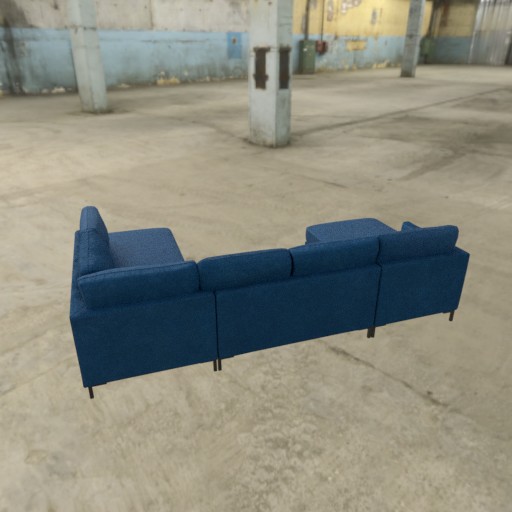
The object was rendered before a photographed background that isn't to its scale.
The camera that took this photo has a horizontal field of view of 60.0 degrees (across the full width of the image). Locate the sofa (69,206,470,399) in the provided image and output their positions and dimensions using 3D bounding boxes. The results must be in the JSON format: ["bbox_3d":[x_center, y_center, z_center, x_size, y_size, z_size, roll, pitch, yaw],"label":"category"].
[{"bbox_3d":[0.000,0.000,4.482,3.434,0.992,2.055,-8,26,-17],"label":"sofa"}]
